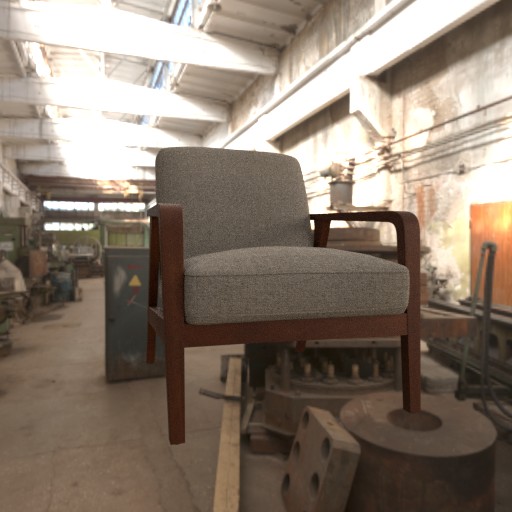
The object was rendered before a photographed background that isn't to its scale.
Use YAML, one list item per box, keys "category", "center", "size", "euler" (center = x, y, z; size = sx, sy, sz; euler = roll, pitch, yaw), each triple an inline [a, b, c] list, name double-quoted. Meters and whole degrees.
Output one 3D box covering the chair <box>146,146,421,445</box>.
- category: "chair"
  center: [0.000, 0.000, 1.485]
  size: [0.704, 0.847, 0.858]
  euler: [0, 1, -18]
